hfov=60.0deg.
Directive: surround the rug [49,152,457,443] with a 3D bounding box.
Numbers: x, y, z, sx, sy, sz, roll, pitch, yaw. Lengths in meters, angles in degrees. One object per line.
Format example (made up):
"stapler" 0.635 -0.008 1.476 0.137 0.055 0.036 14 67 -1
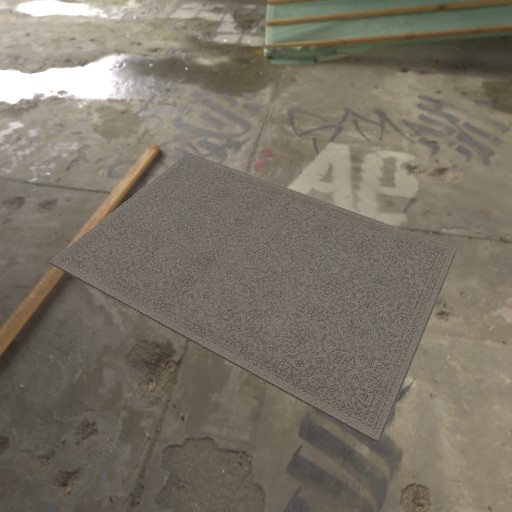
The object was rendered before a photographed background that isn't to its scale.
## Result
"rug" 0.000 0.000 2.379 1.829 0.010 1.219 23 50 21
